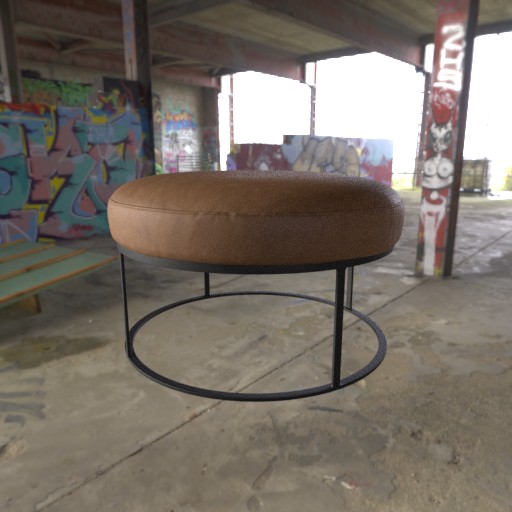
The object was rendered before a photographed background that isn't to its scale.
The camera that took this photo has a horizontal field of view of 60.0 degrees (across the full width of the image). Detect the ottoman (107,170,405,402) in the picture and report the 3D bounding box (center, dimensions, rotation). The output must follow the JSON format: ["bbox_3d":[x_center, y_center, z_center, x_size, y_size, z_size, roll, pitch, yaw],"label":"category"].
[{"bbox_3d":[0.000,0.000,1.241,0.771,0.460,0.771,0,13,0],"label":"ottoman"}]
